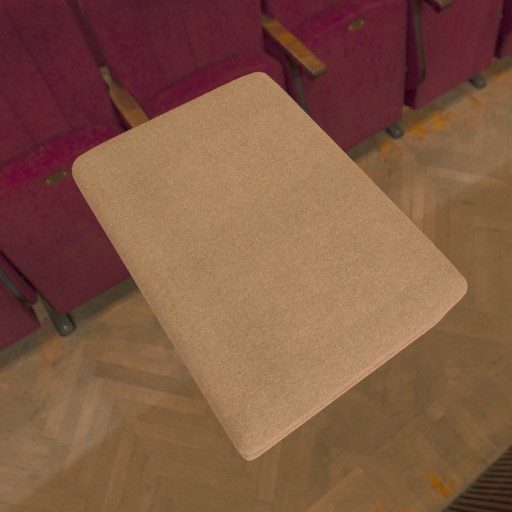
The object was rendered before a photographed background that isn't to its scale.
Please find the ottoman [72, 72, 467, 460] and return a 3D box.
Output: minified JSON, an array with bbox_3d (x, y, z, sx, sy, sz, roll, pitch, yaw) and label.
[{"bbox_3d":[0.000,0.000,1.199,0.610,0.478,0.823,-31,67,-15],"label":"ottoman"}]
